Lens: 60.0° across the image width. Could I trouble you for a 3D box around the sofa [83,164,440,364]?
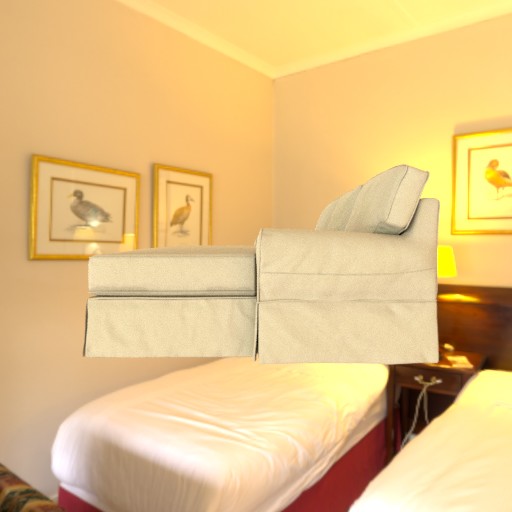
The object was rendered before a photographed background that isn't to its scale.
[{"bbox_3d":[0.000,0.000,3.276,1.733,0.978,2.475,0,1,-1],"label":"sofa"}]
